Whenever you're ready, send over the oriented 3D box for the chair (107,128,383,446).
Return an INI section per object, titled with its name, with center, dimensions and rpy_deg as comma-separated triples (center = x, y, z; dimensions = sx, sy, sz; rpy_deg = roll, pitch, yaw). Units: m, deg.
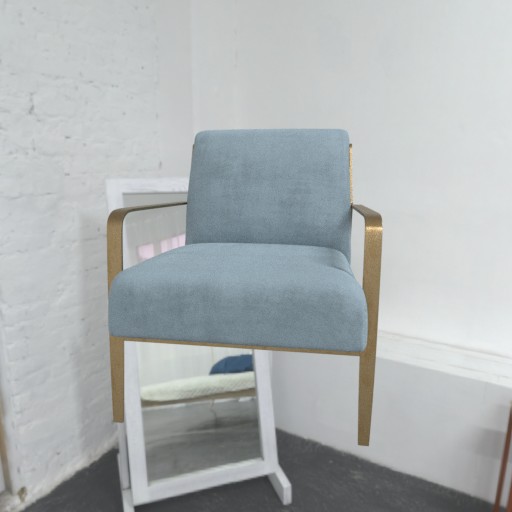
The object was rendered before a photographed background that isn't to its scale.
[chair]
center = 0.000, 0.000, 1.428
dimensions = 0.701, 0.824, 0.842
rpy_deg = 2, 13, 8
